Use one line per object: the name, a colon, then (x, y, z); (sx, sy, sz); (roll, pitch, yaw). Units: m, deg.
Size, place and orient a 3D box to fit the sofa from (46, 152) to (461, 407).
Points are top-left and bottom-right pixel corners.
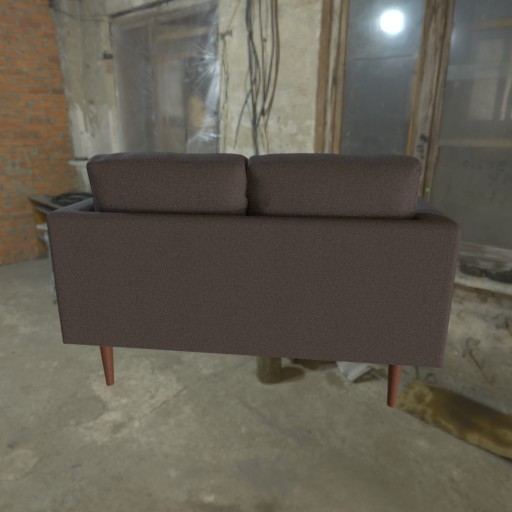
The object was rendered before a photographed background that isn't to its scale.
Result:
sofa: (0.000, 0.000, 1.928); (1.430, 0.908, 0.796); (2, 17, 7)
